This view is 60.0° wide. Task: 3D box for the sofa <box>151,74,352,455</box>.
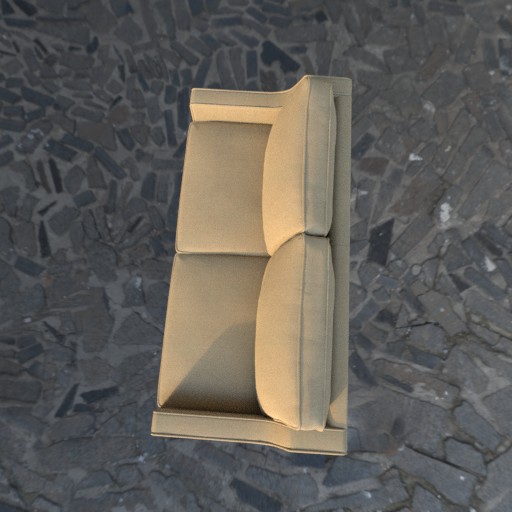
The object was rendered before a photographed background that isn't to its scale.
[{"bbox_3d":[0.000,0.000,2.833,1.066,1.071,2.178,4,75,1],"label":"sofa"}]
